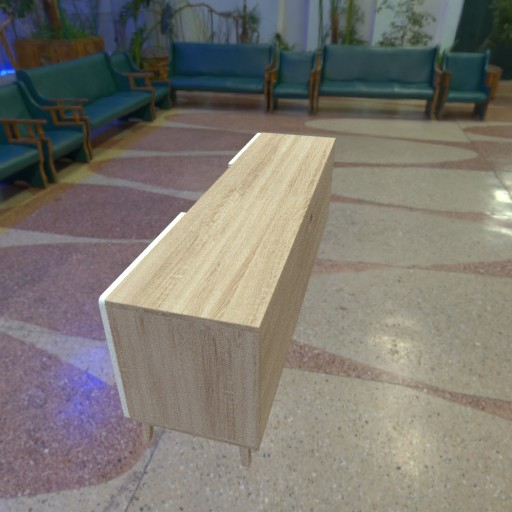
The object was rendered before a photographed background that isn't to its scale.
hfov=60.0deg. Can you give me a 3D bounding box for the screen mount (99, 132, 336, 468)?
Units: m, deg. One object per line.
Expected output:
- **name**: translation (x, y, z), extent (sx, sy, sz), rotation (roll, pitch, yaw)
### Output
- **screen mount**: translation (0.000, 0.000, 1.783), extent (0.420, 0.570, 1.500), rotation (8, 32, 13)
